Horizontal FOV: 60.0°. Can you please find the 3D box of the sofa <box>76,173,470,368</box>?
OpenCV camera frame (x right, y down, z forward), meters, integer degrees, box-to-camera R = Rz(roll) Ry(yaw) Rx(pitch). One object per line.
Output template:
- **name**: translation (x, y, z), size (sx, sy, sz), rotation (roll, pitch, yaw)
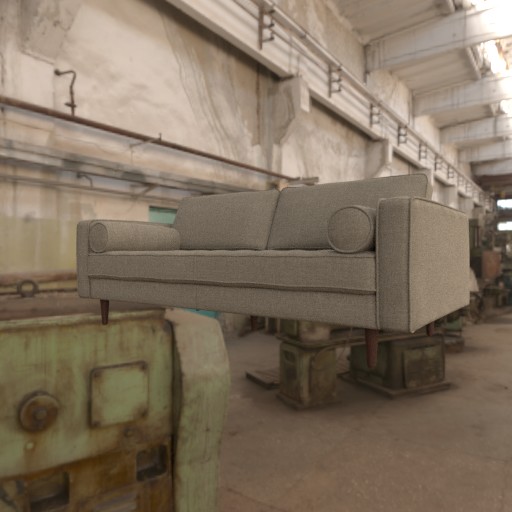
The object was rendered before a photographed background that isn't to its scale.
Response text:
- **sofa**: translation (0.000, 0.000, 2.279), size (1.879, 0.762, 0.914), rotation (0, 1, 36)
